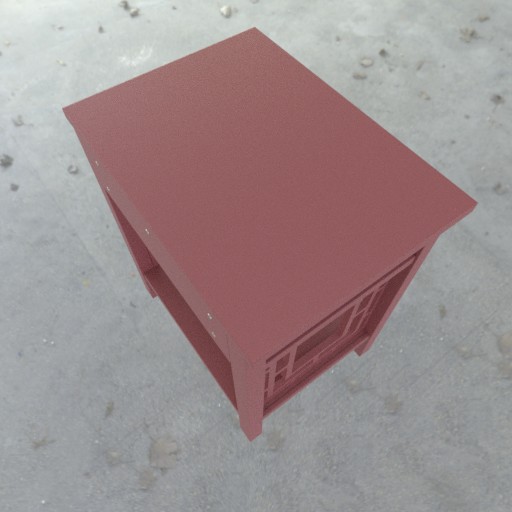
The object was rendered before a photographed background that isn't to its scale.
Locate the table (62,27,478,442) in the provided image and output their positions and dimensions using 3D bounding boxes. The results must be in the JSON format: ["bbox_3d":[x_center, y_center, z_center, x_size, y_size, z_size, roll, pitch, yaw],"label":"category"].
[{"bbox_3d":[0.000,0.000,1.051,0.451,0.686,0.599,-32,63,-18],"label":"table"}]
